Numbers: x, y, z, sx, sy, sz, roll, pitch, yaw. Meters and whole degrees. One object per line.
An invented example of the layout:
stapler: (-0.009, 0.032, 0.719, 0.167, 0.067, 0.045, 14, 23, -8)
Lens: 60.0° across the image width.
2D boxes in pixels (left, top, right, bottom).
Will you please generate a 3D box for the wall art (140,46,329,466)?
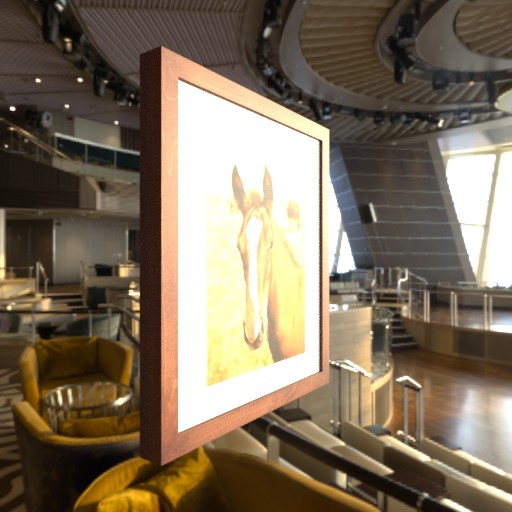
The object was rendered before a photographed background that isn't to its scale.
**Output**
wall art: (0.000, 0.000, 0.543, 0.030, 0.381, 0.330, 0, 0, 36)
